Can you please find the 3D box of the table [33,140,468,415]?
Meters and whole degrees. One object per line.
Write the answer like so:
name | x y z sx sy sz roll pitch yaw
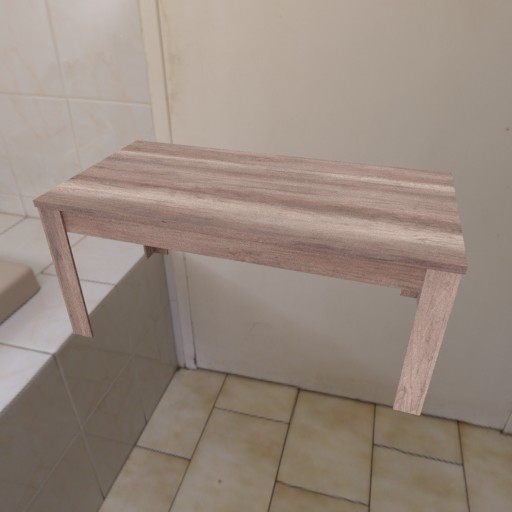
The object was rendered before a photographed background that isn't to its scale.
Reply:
table | 0.000 0.000 2.317 1.800 0.790 0.900 9 33 15
